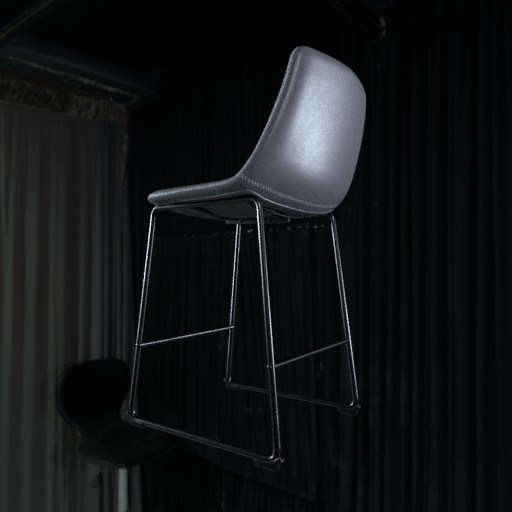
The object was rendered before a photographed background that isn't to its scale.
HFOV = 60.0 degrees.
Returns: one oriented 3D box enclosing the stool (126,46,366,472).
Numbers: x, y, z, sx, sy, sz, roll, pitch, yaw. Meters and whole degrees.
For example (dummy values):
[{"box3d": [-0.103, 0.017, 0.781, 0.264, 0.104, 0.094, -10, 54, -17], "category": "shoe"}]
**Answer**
[{"box3d": [0.000, 0.000, 1.178, 0.546, 0.876, 0.470, 0, -1, 35], "category": "stool"}]
